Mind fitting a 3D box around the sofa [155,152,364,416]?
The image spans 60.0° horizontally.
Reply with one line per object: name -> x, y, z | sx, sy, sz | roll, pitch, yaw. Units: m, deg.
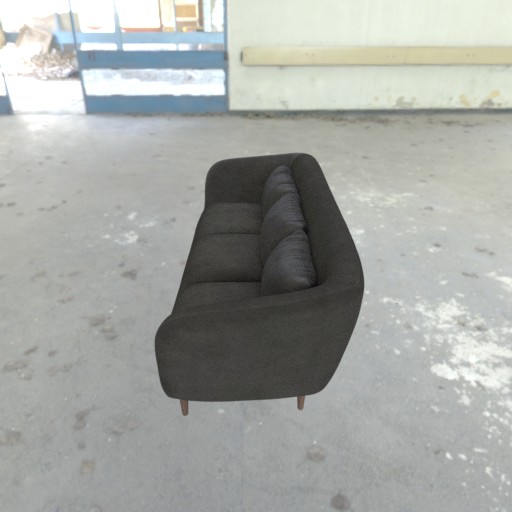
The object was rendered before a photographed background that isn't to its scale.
sofa -> 0.000, 0.000, 2.884 | 0.956, 0.875, 2.296 | 0, 28, 0
